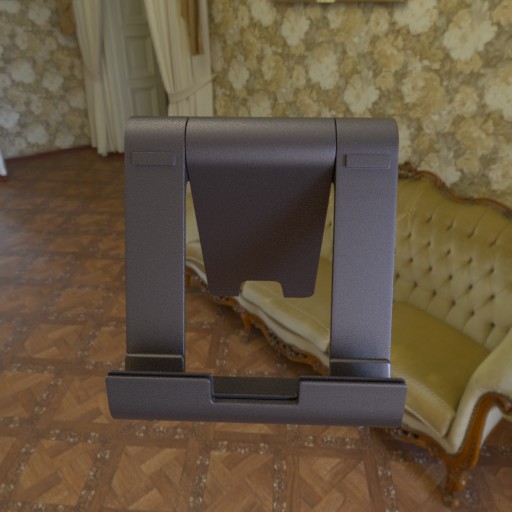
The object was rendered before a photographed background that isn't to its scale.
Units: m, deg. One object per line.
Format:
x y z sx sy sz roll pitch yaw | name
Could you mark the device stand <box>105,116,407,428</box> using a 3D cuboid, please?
0.000 0.000 0.149 0.088 0.084 0.079 1 29 2 | device stand
